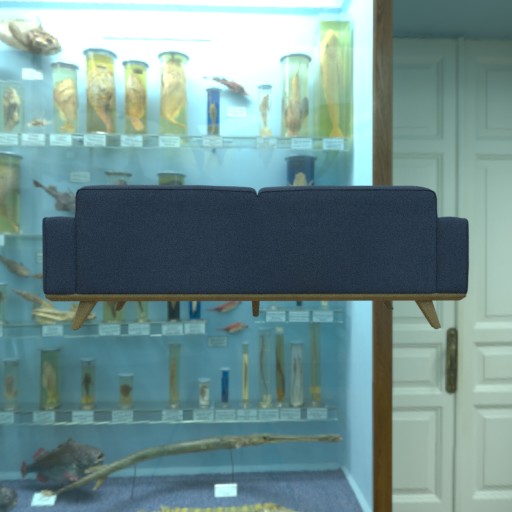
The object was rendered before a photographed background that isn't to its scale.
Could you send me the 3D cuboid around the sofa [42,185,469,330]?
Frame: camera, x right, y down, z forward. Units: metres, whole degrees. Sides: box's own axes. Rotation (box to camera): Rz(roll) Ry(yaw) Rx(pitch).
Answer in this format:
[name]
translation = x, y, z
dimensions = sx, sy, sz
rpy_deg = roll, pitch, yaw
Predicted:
[sofa]
translation = 0.000, 0.000, 2.760
dimensions = 2.270, 0.782, 0.953
rpy_deg = 0, 0, -1
